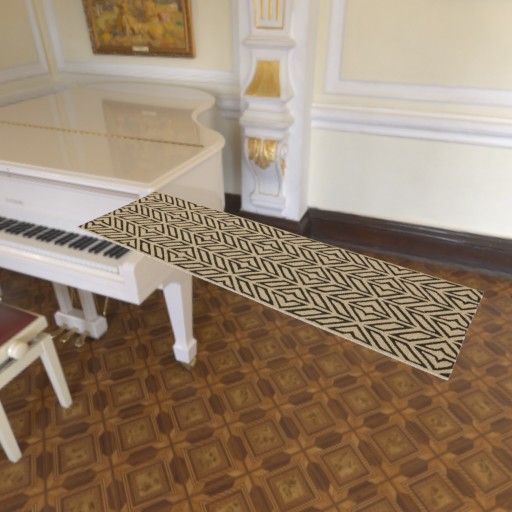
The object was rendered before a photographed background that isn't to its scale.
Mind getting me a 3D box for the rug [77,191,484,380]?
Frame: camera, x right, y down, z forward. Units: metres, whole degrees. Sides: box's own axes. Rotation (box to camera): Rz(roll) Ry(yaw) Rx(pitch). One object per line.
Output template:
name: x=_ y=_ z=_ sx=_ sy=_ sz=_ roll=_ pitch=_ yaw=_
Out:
rug: x=0.000 y=0.000 z=2.687 sx=2.435 sy=0.009 sz=0.750 roll=19 pitch=36 yaw=29
